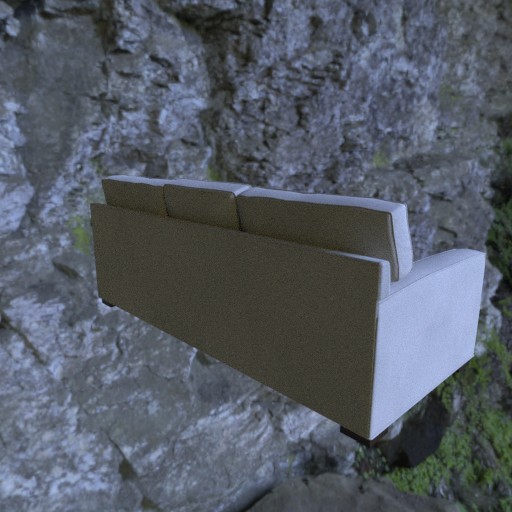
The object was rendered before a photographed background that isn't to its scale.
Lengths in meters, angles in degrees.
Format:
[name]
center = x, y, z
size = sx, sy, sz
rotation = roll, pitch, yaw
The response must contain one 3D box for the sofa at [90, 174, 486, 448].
[sofa]
center = 0.000, 0.000, 2.461
size = 0.935, 0.862, 2.088
rotation = -13, 19, -42
